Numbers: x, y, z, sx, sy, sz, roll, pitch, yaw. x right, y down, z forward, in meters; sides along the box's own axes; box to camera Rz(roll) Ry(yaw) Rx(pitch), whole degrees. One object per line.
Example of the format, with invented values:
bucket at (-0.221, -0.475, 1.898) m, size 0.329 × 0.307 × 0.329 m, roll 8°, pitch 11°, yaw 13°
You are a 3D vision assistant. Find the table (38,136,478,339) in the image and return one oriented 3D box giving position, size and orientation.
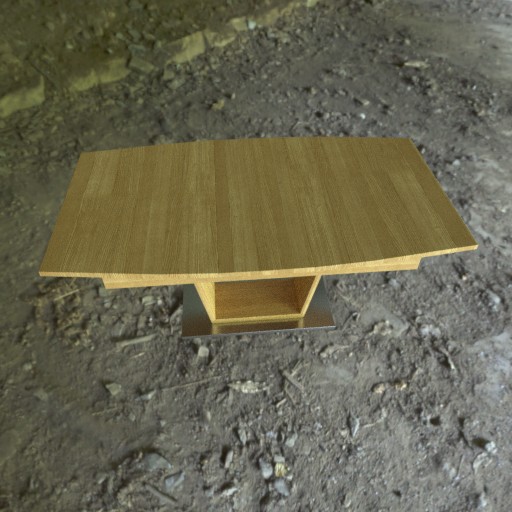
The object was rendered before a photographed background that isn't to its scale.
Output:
table at (0.000, 0.000, 2.138) m, size 1.598 × 0.748 × 0.900 m, roll -3°, pitch 45°, yaw -3°
